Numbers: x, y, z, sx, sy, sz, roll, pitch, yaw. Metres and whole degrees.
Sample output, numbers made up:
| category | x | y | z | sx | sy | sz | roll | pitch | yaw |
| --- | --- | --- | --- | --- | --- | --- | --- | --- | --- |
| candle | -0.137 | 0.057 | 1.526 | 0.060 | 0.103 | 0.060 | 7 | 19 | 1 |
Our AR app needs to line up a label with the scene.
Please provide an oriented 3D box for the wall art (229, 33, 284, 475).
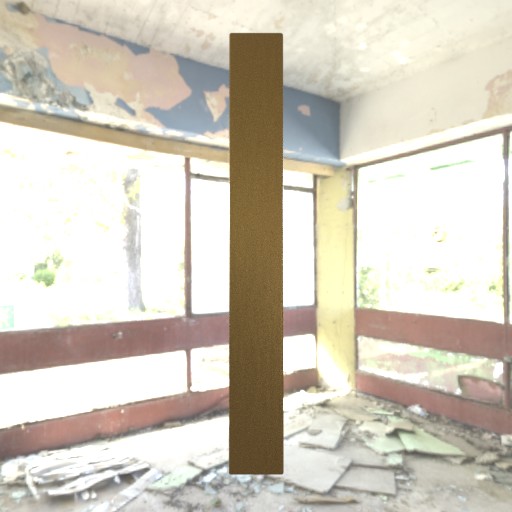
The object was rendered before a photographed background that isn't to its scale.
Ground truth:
| category | x | y | z | sx | sy | sz | roll | pitch | yaw |
| --- | --- | --- | --- | --- | --- | --- | --- | --- | --- |
| wall art | 0.000 | 0.000 | 0.457 | 0.037 | 0.305 | 0.305 | 0 | -1 | 0 |
